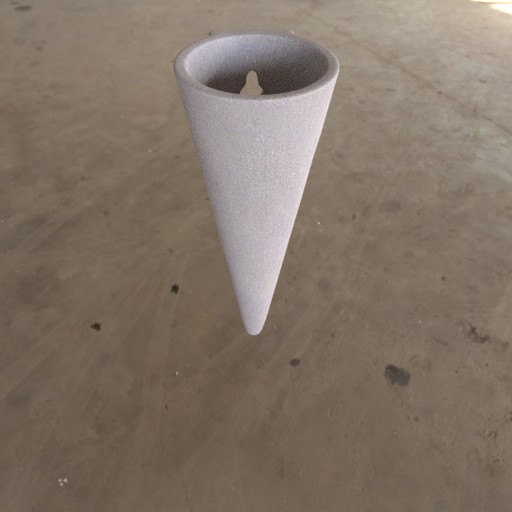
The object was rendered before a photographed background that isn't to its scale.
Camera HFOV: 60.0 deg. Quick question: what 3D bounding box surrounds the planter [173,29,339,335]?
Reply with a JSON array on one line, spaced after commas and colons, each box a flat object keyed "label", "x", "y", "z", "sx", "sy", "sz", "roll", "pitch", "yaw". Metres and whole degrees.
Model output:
[{"label": "planter", "x": 0.000, "y": 0.000, "z": 0.300, "sx": 0.078, "sy": 0.259, "sz": 0.087, "roll": -3, "pitch": 44, "yaw": -3}]
